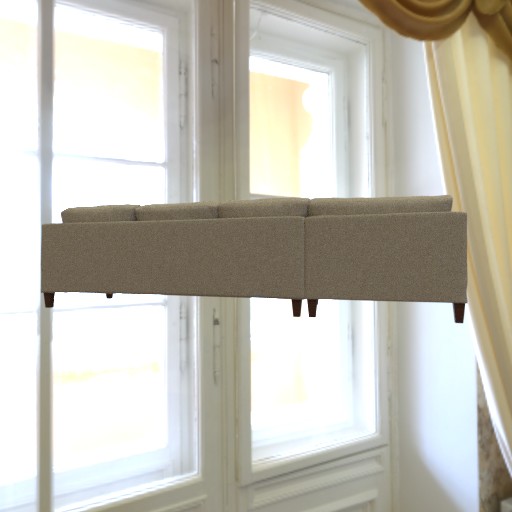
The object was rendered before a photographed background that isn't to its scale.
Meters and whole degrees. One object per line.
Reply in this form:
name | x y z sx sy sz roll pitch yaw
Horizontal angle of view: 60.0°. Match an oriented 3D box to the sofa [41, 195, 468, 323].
sofa | 0.000 0.000 3.923 3.186 0.846 1.625 0 0 16
